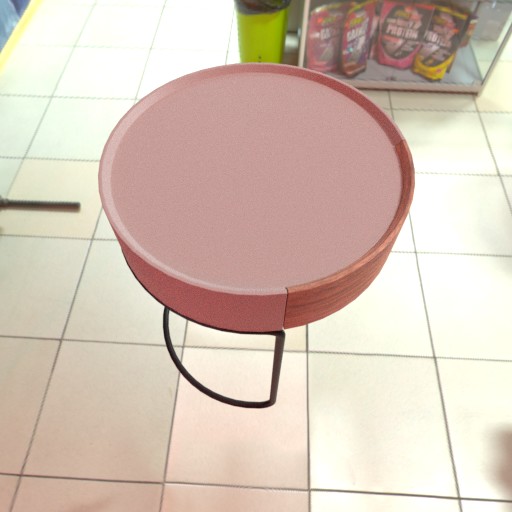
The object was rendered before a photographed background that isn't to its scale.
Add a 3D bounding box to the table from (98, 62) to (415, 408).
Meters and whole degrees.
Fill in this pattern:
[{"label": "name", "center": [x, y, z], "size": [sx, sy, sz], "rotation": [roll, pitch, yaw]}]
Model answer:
[{"label": "table", "center": [0.000, 0.000, 0.859], "size": [0.450, 0.530, 0.450], "rotation": [0, 57, 0]}]
